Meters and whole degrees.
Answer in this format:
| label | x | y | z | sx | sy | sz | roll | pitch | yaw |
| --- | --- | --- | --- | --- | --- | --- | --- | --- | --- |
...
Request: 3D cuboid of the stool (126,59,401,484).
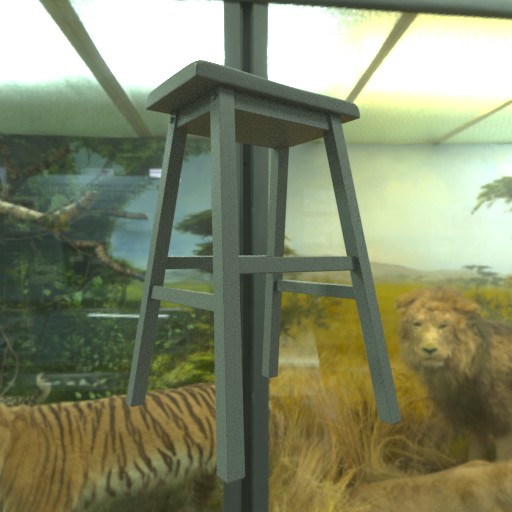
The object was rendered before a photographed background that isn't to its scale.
| label | x | y | z | sx | sy | sz | roll | pitch | yaw |
| --- | --- | --- | --- | --- | --- | --- | --- | --- | --- |
| stool | 0.000 | 0.000 | 1.044 | 0.457 | 0.737 | 0.476 | 0 | 1 | -36 |
